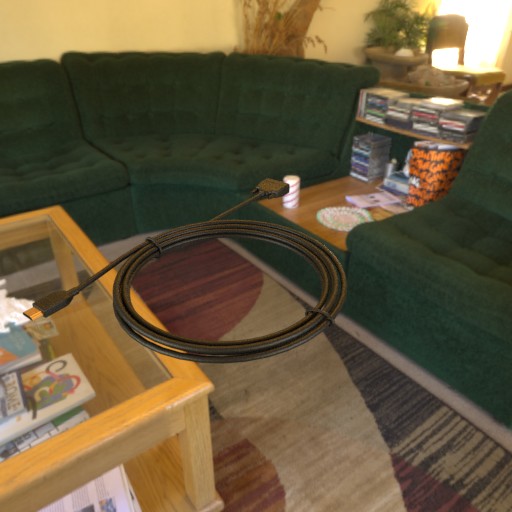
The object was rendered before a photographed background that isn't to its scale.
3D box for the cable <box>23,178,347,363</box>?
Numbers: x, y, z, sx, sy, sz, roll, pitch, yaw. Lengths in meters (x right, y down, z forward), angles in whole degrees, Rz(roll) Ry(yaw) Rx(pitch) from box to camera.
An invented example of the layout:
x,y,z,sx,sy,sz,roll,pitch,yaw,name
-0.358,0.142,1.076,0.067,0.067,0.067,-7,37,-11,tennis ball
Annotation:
x,y,z,sx,sy,sz,roll,pitch,yaw,name
0.000,0.000,0.497,0.257,0.030,0.422,21,37,30,cable
